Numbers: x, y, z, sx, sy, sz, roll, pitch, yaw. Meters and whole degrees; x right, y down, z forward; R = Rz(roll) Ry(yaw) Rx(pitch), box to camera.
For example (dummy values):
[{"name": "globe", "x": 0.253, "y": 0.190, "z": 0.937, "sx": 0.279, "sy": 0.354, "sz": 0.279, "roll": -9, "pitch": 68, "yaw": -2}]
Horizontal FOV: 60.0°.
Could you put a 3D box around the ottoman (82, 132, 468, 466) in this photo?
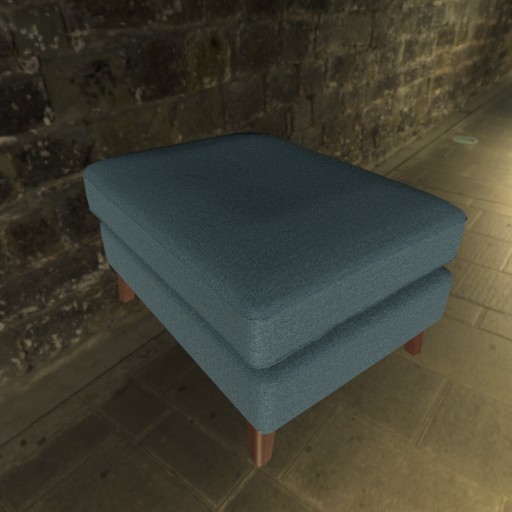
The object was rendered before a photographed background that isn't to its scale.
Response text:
[{"name": "ottoman", "x": 0.000, "y": 0.000, "z": 1.231, "sx": 0.629, "sy": 0.503, "sz": 0.835, "roll": -22, "pitch": 38, "yaw": -31}]
